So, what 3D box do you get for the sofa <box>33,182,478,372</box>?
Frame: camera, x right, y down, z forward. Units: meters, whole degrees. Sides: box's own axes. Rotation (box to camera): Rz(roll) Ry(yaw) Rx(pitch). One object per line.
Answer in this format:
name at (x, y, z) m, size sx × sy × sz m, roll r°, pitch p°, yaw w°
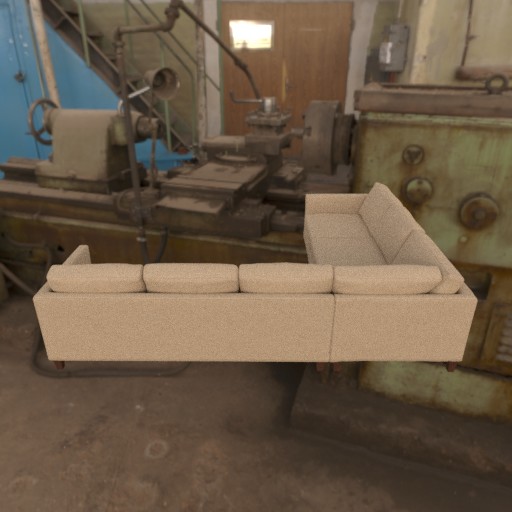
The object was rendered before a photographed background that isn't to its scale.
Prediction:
sofa at (0.000, 0.000, 4.328) m, size 3.182 × 0.863 × 2.432 m, roll 0°, pitch 26°, yaw 0°
